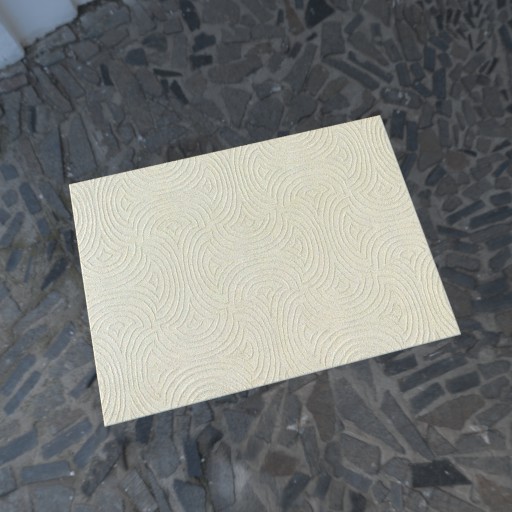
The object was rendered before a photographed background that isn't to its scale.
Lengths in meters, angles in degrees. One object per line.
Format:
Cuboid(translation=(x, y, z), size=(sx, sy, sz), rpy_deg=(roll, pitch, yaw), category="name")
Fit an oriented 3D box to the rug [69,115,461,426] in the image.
Cuboid(translation=(0.000, 0.000, 2.763), size=(2.132, 0.015, 1.526), rpy_deg=(-13, 75, -4), category="rug")
